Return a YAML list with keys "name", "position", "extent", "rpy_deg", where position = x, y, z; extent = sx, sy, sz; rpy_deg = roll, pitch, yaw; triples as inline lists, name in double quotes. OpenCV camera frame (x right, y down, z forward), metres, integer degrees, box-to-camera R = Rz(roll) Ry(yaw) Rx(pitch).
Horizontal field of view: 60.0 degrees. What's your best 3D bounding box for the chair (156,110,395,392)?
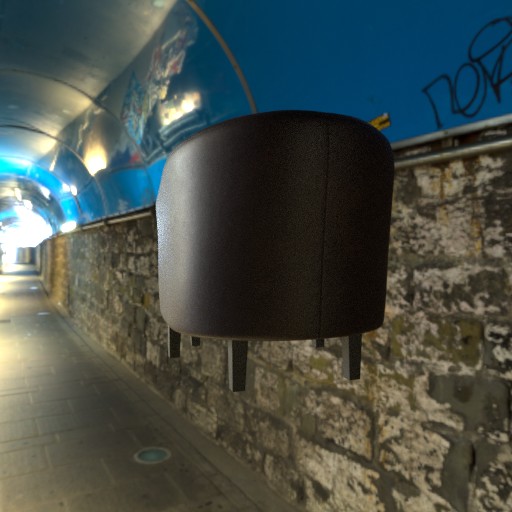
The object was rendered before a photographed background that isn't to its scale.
- name: "chair"
  position: [0.000, 0.000, 1.683]
  extent: [0.737, 0.755, 1.176]
  rpy_deg: [0, 0, -18]
